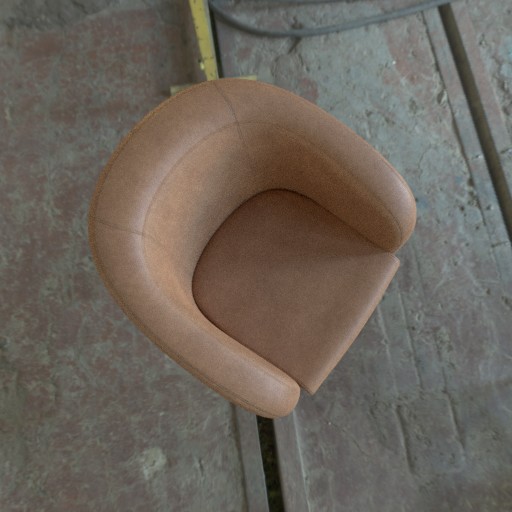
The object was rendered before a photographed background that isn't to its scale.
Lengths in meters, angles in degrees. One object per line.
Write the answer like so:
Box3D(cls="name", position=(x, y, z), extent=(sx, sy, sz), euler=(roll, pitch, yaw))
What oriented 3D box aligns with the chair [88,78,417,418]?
Box3D(cls="chair", position=(0.000, 0.000, 1.443), extent=(0.815, 0.771, 0.791), euler=(35, 78, 9))
